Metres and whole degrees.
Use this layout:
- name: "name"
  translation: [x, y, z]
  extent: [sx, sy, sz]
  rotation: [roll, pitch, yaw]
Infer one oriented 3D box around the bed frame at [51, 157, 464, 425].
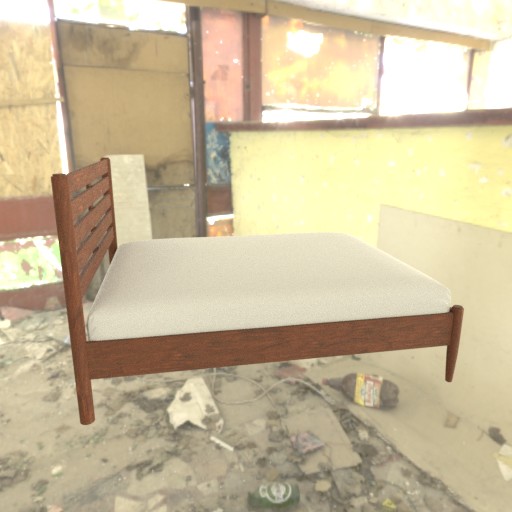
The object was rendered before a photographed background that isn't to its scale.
- name: "bed frame"
  translation: [0.000, 0.000, 3.170]
  extent: [2.234, 1.321, 1.655]
  rotation: [-3, 15, -10]
